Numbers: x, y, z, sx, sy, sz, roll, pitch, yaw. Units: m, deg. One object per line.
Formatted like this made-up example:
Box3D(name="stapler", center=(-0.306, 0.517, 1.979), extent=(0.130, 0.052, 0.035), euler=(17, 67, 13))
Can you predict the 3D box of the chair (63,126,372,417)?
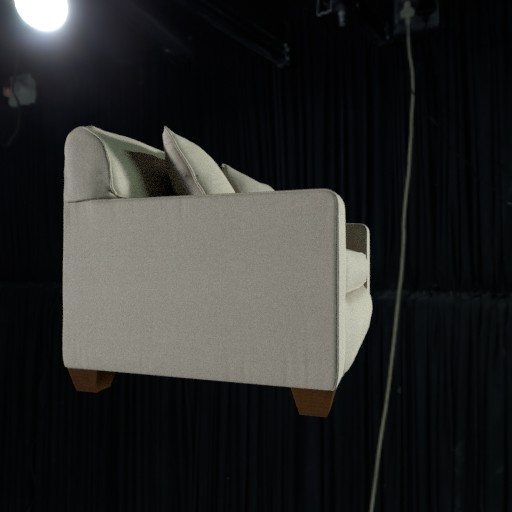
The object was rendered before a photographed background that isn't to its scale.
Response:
Box3D(name="chair", center=(0.000, 0.000, 2.033), extent=(1.000, 0.948, 1.383), euler=(0, -1, 18))
